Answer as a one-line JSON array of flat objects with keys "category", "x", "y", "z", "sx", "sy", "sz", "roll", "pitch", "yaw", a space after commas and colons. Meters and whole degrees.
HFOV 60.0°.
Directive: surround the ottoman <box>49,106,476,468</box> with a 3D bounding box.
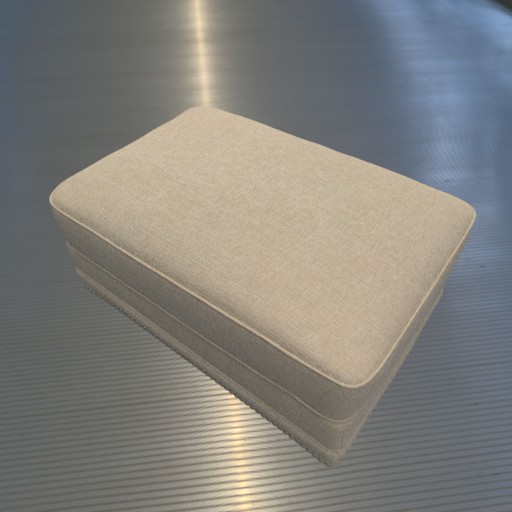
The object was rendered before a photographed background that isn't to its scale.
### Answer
[{"category": "ottoman", "x": 0.000, "y": 0.000, "z": 1.083, "sx": 0.813, "sy": 0.458, "sz": 0.559, "roll": 29, "pitch": 53, "yaw": 25}]
